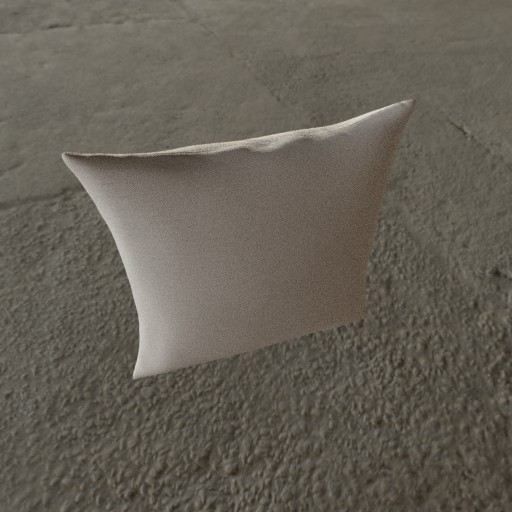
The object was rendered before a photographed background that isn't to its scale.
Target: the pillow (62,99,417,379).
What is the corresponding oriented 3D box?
[{"bbox_3d":[0.000,0.000,0.774,0.512,0.497,0.204,-12,43,-13],"label":"pillow"}]
